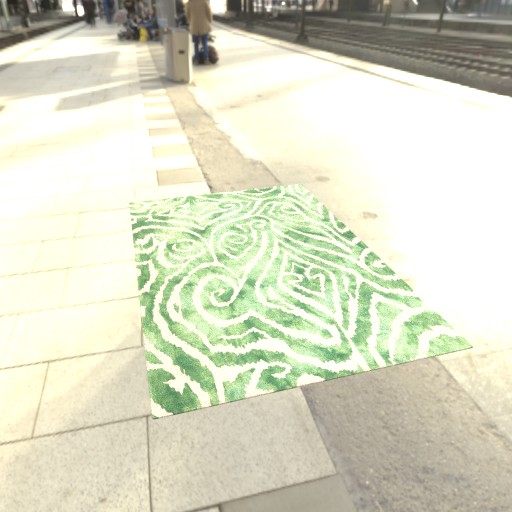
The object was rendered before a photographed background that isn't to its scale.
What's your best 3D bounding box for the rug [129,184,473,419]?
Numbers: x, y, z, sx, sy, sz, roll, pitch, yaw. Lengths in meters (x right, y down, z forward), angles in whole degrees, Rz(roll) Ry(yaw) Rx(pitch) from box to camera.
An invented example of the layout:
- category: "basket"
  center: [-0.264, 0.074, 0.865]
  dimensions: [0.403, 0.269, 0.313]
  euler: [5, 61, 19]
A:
- category: "rug"
  center: [0.000, 0.000, 2.323]
  dimensions: [1.220, 0.006, 1.826]
  euler: [-8, 31, -14]
